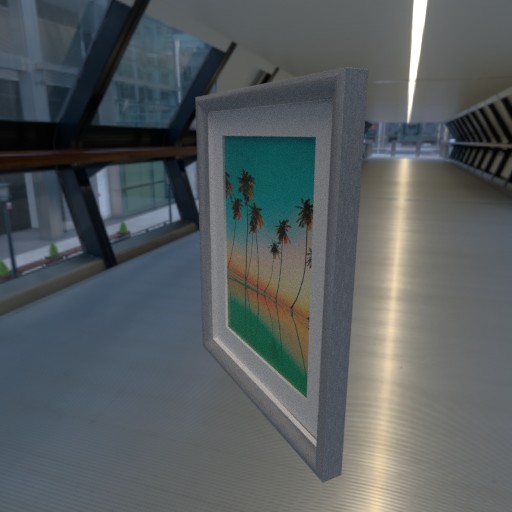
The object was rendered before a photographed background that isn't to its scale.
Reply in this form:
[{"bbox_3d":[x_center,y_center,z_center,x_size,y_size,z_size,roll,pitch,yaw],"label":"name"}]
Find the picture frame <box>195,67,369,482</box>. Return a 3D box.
[{"bbox_3d":[0.000,0.000,0.529,0.027,0.378,0.327,-8,17,-26],"label":"picture frame"}]
